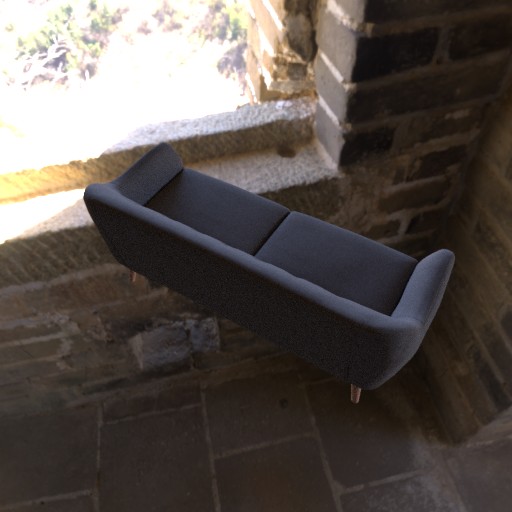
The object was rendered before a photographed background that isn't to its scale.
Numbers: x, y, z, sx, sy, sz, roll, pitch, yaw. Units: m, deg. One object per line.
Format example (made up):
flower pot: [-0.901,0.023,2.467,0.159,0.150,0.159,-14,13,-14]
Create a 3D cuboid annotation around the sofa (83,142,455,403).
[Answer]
sofa: [0.000,0.000,2.364,1.840,0.820,0.820,25,53,20]
